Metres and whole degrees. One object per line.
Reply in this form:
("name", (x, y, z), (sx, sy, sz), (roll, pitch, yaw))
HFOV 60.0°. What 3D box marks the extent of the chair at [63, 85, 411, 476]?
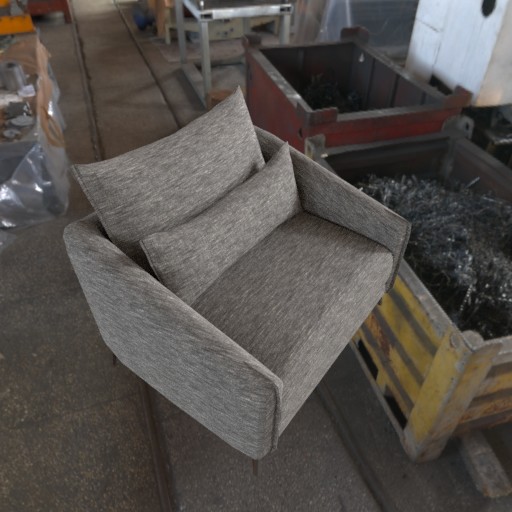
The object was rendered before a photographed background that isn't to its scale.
("chair", (0.000, 0.000, 1.593), (0.805, 0.842, 1.004), (26, 48, 27))
